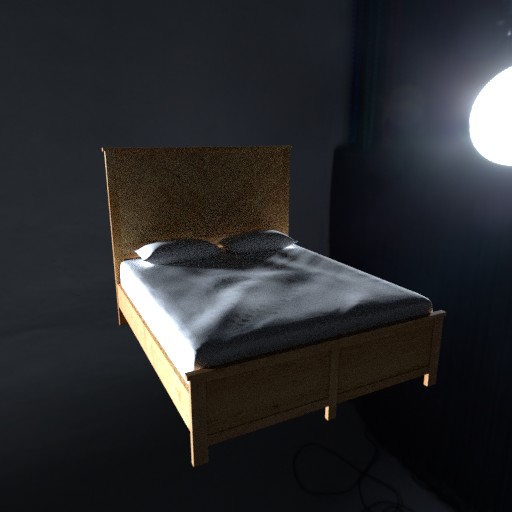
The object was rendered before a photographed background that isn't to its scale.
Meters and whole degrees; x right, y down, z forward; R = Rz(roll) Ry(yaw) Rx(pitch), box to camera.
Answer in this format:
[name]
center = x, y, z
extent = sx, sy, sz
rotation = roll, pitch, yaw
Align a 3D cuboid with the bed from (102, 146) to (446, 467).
[bed]
center = 0.000, 0.000, 3.620
extent = 1.936, 1.686, 2.201
rotation = -8, 17, -26
